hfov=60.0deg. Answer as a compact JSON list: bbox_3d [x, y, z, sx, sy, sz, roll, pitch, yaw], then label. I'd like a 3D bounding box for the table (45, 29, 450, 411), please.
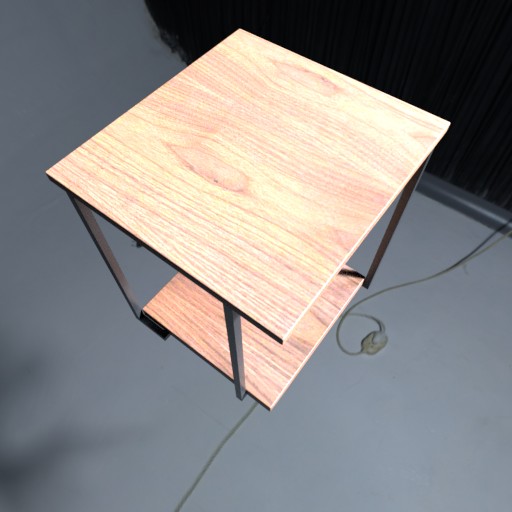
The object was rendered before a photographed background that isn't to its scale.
[{"bbox_3d":[0.000,0.000,0.846,0.384,0.567,0.411,33,64,19],"label":"table"}]
